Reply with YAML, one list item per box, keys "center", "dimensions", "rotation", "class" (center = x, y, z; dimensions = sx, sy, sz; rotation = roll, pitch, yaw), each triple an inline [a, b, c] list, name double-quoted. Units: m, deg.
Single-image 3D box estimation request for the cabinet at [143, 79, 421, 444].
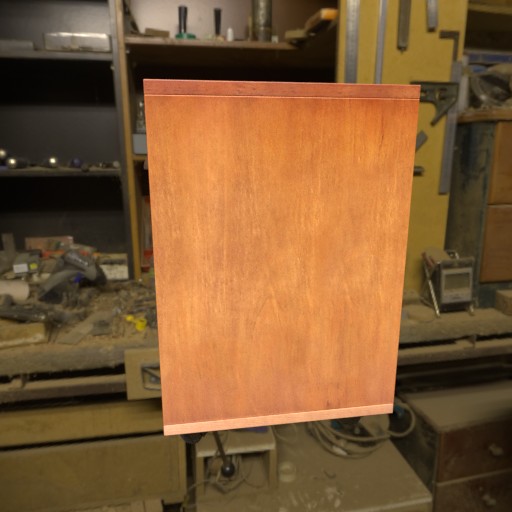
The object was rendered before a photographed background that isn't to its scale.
- center: [0.000, 0.000, 0.855]
  dimensions: [0.401, 0.579, 0.409]
  rotation: [-2, 14, -9]
  class: "cabinet"
